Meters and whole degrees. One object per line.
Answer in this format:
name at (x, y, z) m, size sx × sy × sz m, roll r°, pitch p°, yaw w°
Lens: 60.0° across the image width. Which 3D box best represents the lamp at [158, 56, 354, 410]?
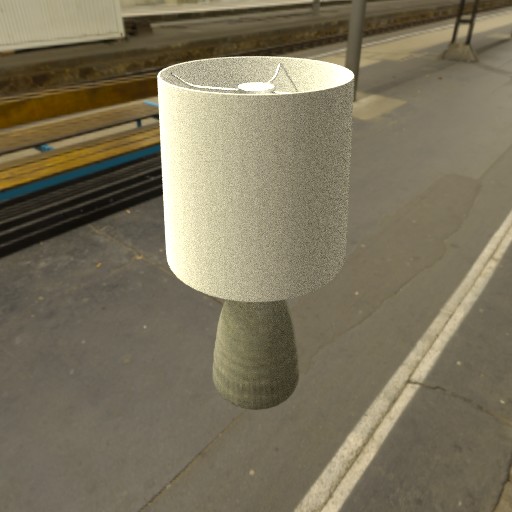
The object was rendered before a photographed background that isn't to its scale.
lamp at (0.000, 0.000, 0.474) m, size 0.186 × 0.369 × 0.186 m, roll 0°, pitch 33°, yaw 0°
